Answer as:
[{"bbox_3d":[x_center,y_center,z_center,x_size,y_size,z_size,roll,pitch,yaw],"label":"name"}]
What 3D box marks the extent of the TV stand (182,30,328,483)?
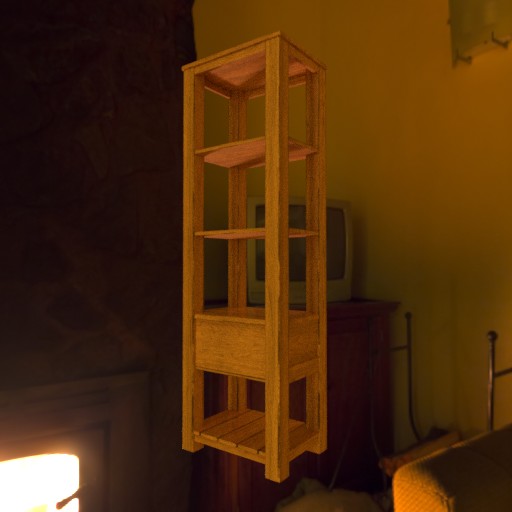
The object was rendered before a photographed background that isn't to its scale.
[{"bbox_3d":[0.000,0.000,2.120,0.565,1.828,0.435,-1,-1,36],"label":"TV stand"}]
